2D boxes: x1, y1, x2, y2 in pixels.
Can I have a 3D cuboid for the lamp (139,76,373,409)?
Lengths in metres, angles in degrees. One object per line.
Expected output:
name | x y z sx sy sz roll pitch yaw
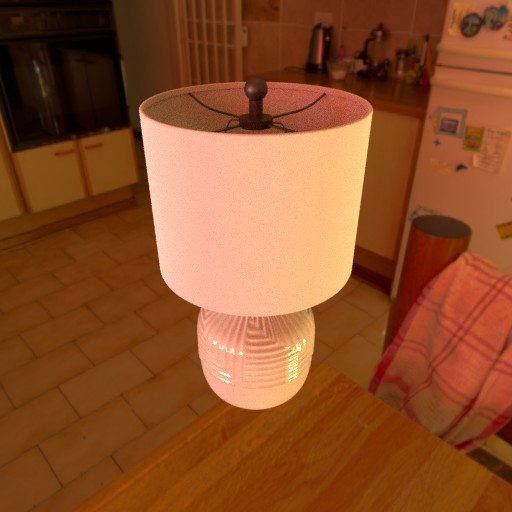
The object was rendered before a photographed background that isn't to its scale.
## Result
lamp | 0.000 0.000 0.746 0.318 0.567 0.318 0 31 0
